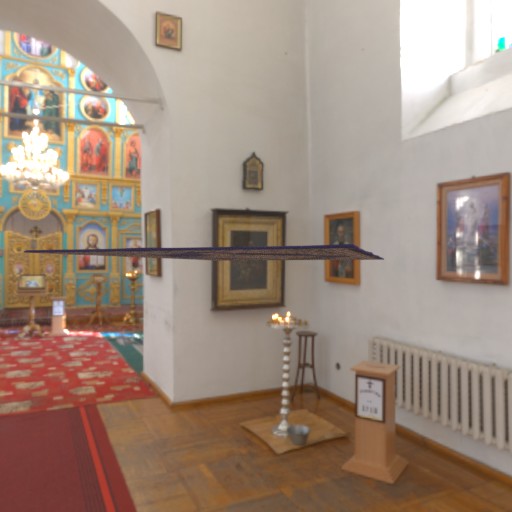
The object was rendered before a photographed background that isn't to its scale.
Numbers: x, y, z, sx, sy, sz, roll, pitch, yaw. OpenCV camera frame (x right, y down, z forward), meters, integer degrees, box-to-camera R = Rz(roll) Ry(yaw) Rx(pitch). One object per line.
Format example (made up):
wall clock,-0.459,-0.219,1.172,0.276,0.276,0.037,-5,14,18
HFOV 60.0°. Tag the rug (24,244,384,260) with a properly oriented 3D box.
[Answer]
rug,0.000,0.000,2.258,1.184,0.012,1.781,-1,-2,19
